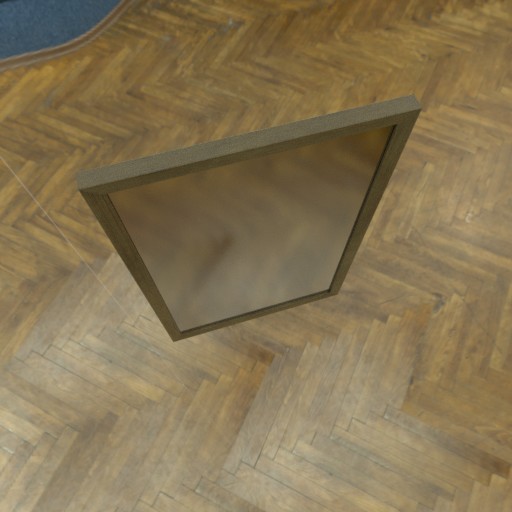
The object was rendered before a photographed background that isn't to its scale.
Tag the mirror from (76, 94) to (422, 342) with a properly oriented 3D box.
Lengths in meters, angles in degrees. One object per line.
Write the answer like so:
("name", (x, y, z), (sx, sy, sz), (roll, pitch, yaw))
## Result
("mirror", (0.000, 0.000, 1.171), (0.609, 0.915, 0.040), (-15, 65, -7))
